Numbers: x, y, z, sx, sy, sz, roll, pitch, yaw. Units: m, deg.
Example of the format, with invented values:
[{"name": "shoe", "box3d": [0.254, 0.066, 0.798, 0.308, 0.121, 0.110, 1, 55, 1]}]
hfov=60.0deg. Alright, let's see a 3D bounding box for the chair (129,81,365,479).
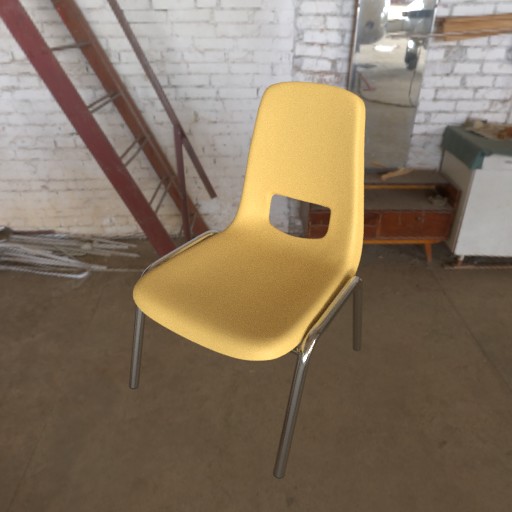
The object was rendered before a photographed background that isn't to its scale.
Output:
[{"name": "chair", "box3d": [0.000, 0.000, 0.793, 0.354, 0.536, 0.385, 19, 35, 29]}]
